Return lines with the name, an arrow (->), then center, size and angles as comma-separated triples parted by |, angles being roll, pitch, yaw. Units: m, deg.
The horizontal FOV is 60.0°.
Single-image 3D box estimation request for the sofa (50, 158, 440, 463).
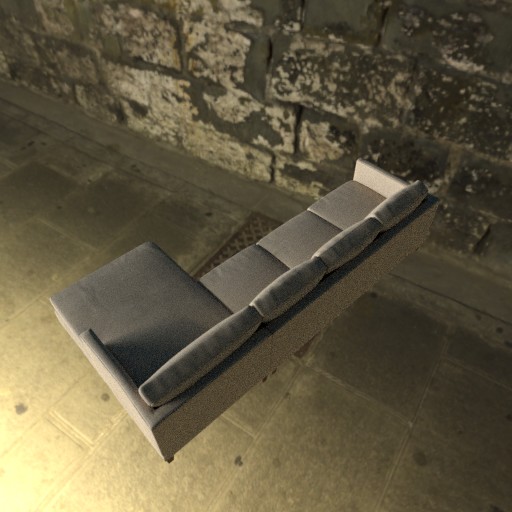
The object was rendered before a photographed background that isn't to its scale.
sofa -> 0.000, 0.000, 3.962 | 3.186, 0.846, 1.625 | -34, 56, -27
